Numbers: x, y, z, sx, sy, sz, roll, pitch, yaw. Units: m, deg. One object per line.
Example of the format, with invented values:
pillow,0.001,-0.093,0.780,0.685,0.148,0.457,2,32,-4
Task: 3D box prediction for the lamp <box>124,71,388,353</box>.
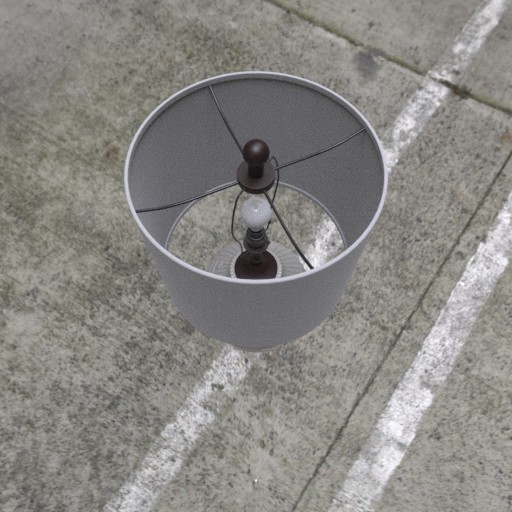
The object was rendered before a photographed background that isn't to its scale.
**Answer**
lamp,0.000,0.000,0.759,0.318,0.567,0.318,0,63,0
